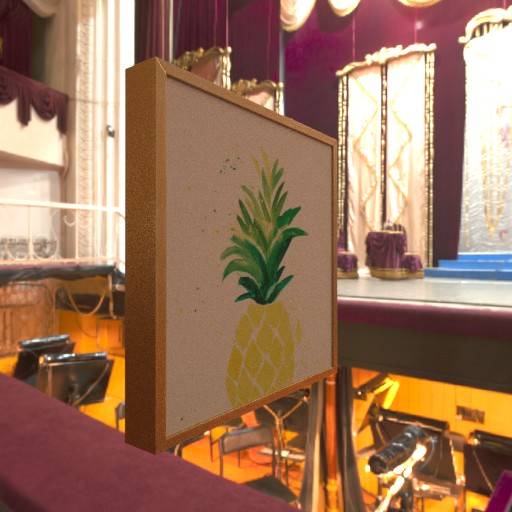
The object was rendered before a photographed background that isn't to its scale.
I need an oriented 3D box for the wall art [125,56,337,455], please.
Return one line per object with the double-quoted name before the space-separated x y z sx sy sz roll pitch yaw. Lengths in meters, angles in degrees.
"wall art" 0.000 0.000 0.472 0.038 0.305 0.306 0 0 37
